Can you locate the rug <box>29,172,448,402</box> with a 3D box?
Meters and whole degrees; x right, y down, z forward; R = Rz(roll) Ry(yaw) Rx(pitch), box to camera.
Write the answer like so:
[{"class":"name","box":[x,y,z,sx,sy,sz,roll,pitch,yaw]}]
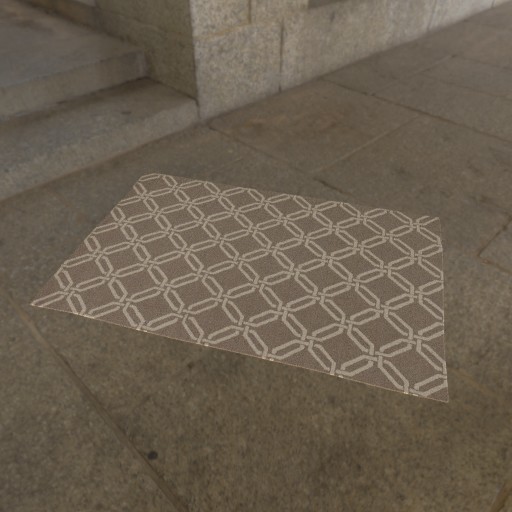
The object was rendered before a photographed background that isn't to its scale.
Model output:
[{"class":"rug","box":[0.000,0.000,2.155,1.748,0.010,1.142,11,43,12]}]
